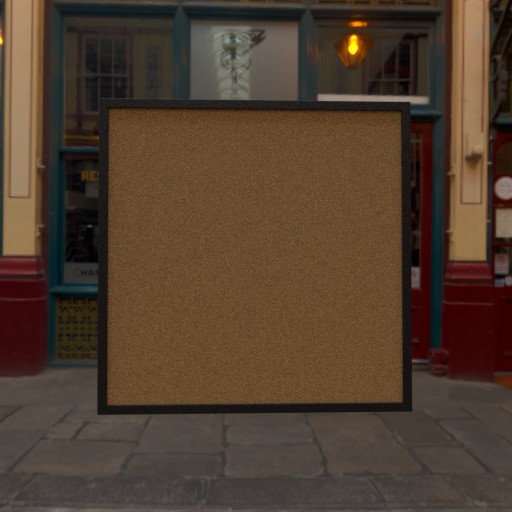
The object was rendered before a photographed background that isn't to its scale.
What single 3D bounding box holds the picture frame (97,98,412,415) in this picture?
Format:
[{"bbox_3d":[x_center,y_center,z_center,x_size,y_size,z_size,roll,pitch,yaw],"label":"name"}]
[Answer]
[{"bbox_3d":[0.000,0.000,0.464,0.317,0.317,0.030,0,-1,-2],"label":"picture frame"}]
